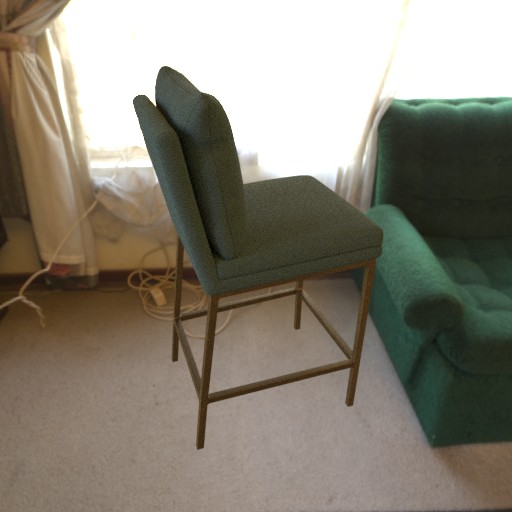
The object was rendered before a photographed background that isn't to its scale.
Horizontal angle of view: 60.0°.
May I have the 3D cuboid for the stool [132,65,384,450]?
[{"bbox_3d":[0.000,0.000,1.336,0.568,1.032,0.463,-10,32,-17],"label":"stool"}]
